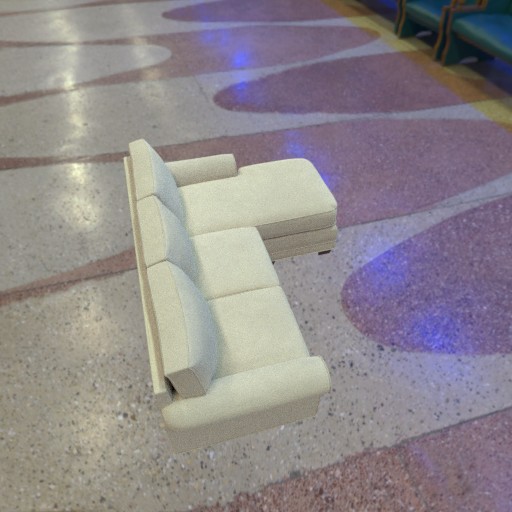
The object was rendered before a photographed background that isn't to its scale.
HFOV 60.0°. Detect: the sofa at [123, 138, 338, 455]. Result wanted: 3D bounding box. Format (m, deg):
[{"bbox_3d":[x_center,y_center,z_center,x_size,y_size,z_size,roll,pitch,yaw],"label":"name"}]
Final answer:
[{"bbox_3d":[0.000,0.000,2.437,1.226,0.734,1.770,-11,47,-11],"label":"sofa"}]
